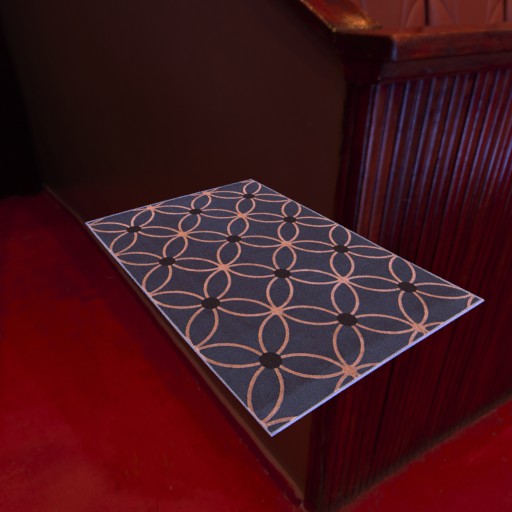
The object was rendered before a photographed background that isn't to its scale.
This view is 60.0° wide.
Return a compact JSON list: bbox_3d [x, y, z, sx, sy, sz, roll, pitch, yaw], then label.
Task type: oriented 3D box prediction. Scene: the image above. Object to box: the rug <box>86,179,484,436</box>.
[{"bbox_3d":[0.000,0.000,2.902,1.522,0.008,2.284,-21,37,-30],"label":"rug"}]
